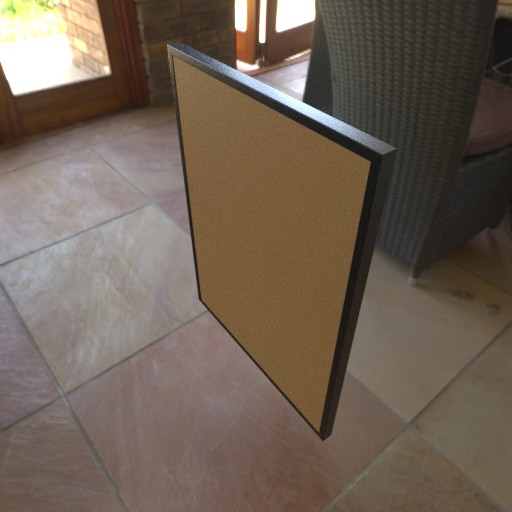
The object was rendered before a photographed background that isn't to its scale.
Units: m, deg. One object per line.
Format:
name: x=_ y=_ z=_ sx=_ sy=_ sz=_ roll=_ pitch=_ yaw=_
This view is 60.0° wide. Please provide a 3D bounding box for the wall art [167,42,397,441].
wall art: x=0.000 y=0.000 z=1.382 sx=0.039 sy=1.061 sz=0.804 roll=-26 pitch=47 yaw=-27
